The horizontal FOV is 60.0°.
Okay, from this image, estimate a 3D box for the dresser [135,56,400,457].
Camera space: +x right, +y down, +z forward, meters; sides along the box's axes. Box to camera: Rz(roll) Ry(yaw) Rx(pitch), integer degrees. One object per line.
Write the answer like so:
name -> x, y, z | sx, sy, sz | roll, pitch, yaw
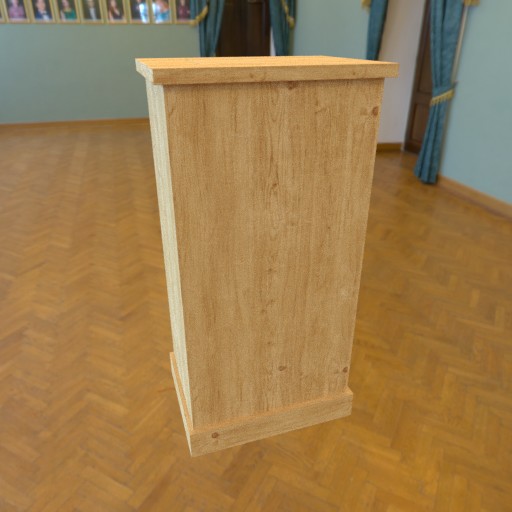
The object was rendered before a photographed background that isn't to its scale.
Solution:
dresser -> 0.000, 0.000, 1.290 | 0.531, 1.041, 0.390 | -8, 28, -16
